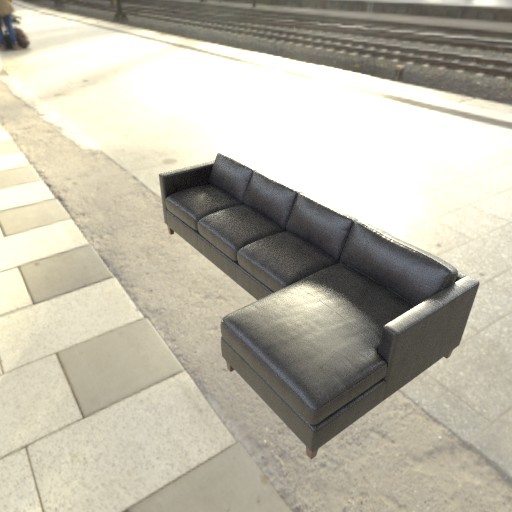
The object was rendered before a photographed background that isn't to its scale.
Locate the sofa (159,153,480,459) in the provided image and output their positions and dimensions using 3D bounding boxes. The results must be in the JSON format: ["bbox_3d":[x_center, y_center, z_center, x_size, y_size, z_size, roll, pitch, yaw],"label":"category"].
[{"bbox_3d":[0.000,0.000,3.966,1.581,0.883,3.203,-22,38,-30],"label":"sofa"}]
